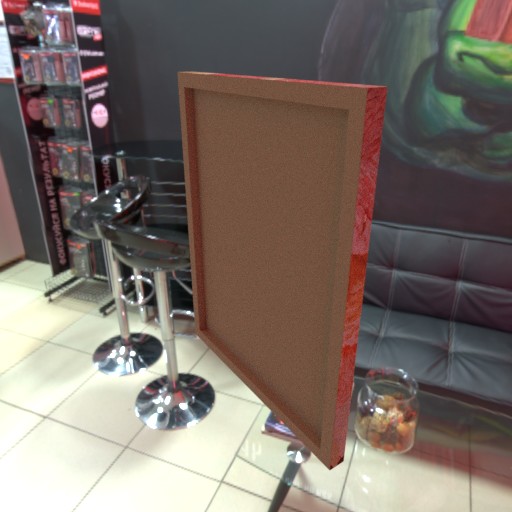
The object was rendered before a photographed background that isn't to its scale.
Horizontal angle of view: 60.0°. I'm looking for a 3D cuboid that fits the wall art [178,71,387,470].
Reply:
[{"bbox_3d":[0.000,0.000,0.679,0.028,0.508,0.406,-16,29,-31],"label":"wall art"}]
